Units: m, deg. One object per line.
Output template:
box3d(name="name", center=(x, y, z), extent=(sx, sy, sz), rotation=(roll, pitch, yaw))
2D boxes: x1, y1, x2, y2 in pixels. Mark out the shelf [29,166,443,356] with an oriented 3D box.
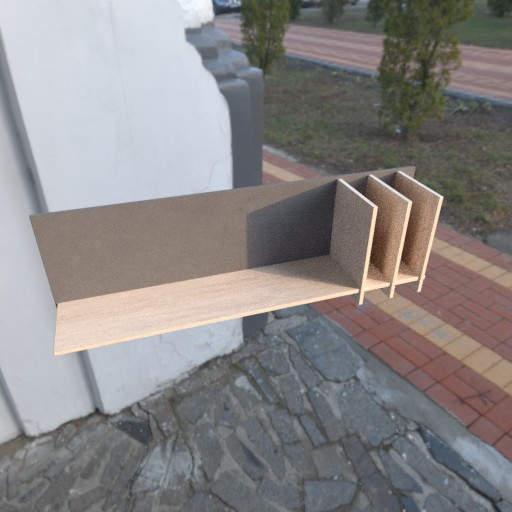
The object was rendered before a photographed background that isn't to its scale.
box3d(name="shelf", center=(0.000, 0.000, 1.143), extent=(1.020, 0.300, 0.200), rotation=(-10, 33, -15))
